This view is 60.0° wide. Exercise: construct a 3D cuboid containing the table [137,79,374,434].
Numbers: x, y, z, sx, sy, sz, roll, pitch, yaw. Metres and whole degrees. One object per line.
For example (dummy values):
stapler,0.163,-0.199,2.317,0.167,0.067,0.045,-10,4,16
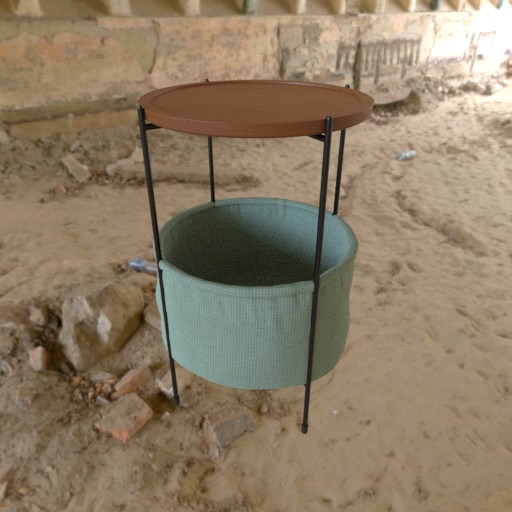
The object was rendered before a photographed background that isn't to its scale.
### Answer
table,0.000,0.000,0.895,0.400,0.623,0.400,8,30,13
